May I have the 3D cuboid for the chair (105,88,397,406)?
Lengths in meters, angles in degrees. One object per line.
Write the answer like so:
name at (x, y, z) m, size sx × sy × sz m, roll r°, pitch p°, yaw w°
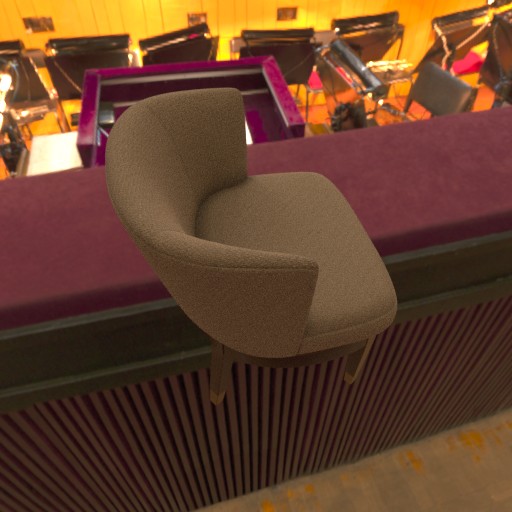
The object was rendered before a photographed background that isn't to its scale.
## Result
chair at (0.000, 0.000, 1.264) m, size 0.660 × 0.760 × 0.700 m, roll -10°, pitch 48°, yaw -9°
